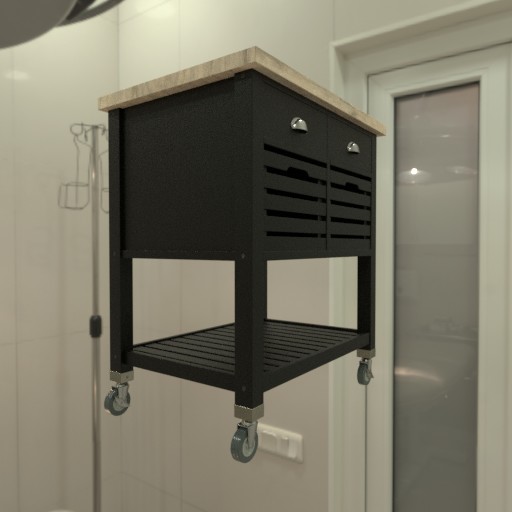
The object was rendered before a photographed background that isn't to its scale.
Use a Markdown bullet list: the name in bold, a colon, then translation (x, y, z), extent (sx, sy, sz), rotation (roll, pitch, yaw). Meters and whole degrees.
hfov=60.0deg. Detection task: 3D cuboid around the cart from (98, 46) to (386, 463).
- **cart**: translation (0.000, 0.000, 1.436), extent (0.567, 0.920, 0.797), rotation (1, 2, 36)
